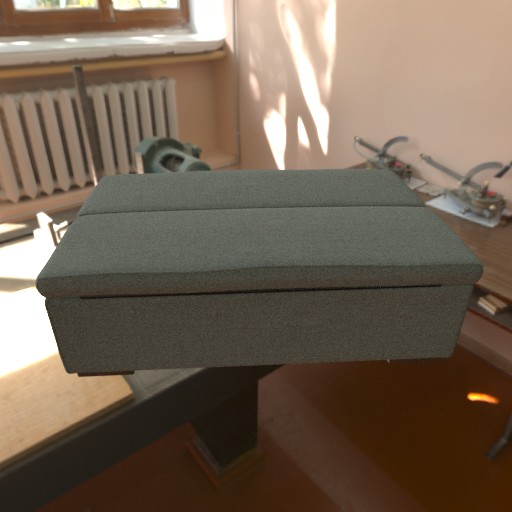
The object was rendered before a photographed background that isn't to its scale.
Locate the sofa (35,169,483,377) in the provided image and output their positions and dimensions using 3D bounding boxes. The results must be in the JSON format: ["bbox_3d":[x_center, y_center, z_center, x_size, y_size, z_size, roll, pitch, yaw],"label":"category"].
[{"bbox_3d":[0.000,0.000,1.643,1.250,0.434,0.817,-2,30,-3],"label":"sofa"}]
